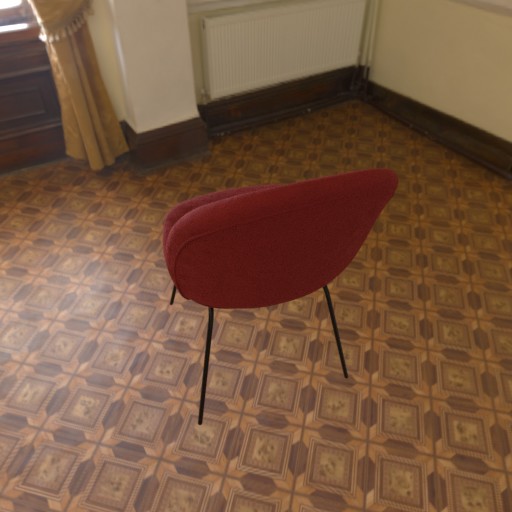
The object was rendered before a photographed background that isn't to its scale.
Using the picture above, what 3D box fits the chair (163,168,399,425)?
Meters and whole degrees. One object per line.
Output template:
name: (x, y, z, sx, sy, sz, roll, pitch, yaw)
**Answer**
chair: (0.000, 0.000, 1.118, 0.458, 0.791, 0.587, -13, 44, -14)
